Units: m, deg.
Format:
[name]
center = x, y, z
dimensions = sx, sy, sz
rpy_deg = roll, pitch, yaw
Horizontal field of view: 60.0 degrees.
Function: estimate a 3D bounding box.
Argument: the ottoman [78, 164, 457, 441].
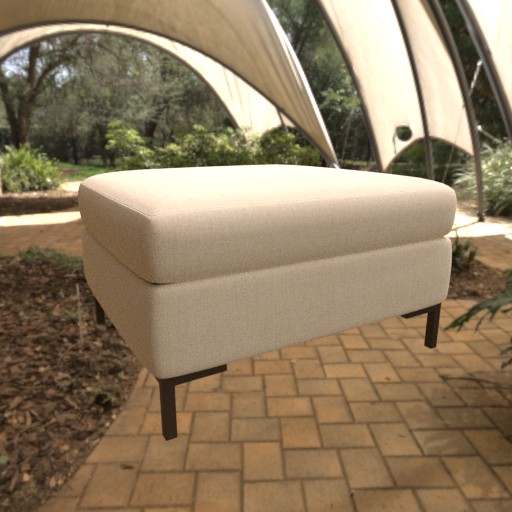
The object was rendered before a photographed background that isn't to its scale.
[ottoman]
center = 0.000, 0.000, 1.181
dimensions = 0.794, 0.453, 0.657
rpy_deg = -9, 17, -29
